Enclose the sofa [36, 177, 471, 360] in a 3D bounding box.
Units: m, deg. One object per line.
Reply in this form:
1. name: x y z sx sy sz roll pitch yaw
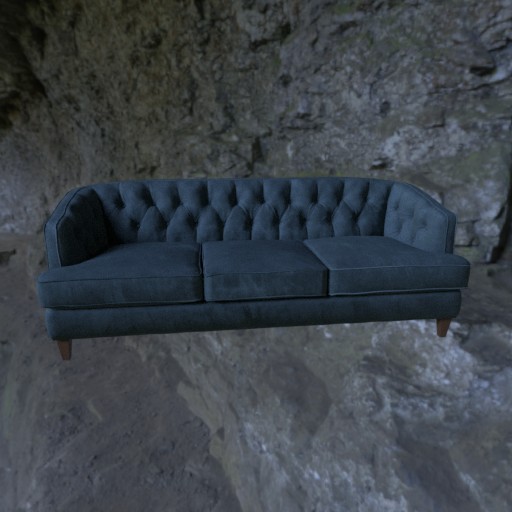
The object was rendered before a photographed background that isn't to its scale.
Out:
1. sofa: 0.000 0.000 2.694 2.278 0.855 0.941 -2 16 -7
